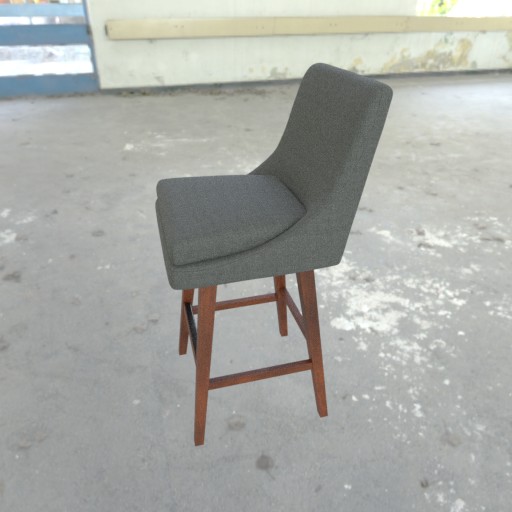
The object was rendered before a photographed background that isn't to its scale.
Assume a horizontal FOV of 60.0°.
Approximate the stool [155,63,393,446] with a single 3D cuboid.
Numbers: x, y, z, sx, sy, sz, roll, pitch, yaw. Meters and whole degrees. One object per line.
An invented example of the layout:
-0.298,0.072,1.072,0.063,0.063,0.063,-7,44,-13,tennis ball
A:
0.000,0.000,1.277,0.524,0.977,0.447,-8,32,-13,stool
